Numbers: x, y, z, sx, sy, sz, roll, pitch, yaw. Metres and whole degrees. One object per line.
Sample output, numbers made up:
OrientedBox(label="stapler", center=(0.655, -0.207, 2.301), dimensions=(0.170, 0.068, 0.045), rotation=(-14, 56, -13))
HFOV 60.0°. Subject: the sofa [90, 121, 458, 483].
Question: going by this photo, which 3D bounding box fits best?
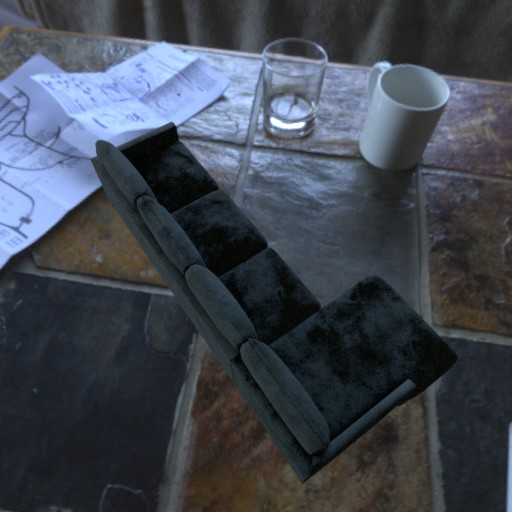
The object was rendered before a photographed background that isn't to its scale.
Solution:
OrientedBox(label="sofa", center=(0.000, 0.000, 3.951), dimensions=(1.500, 0.967, 3.400), rotation=(-31, 63, -18))
